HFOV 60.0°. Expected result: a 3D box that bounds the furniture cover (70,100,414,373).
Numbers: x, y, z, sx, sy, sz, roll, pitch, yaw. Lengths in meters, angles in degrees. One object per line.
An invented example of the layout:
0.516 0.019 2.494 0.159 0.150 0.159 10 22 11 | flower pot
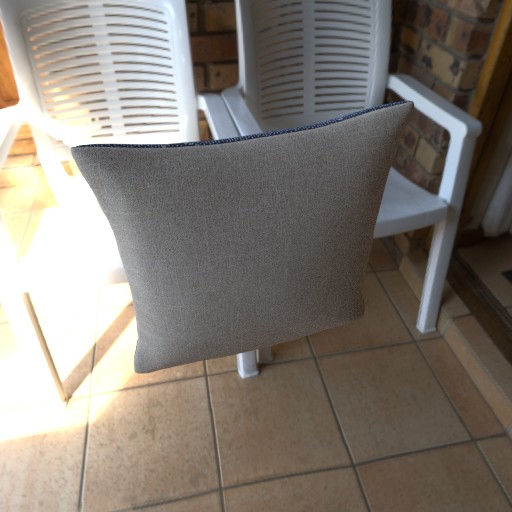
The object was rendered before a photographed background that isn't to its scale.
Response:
0.000 0.000 0.787 0.511 0.503 0.162 -11 42 -13 | furniture cover
